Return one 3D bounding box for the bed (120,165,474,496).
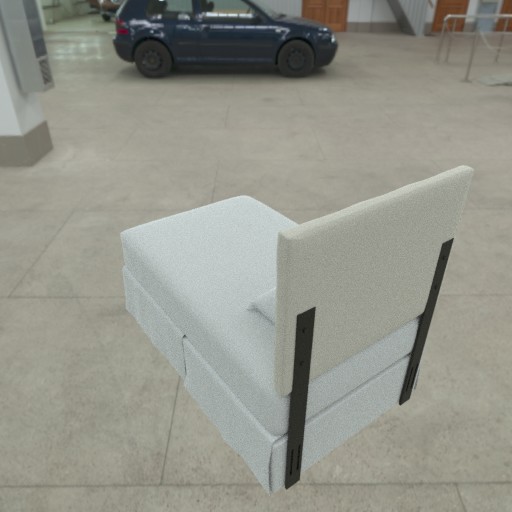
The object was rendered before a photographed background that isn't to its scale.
[{"bbox_3d":[0.000,0.000,2.887,1.261,1.571,1.997,-21,38,-30],"label":"bed"}]
